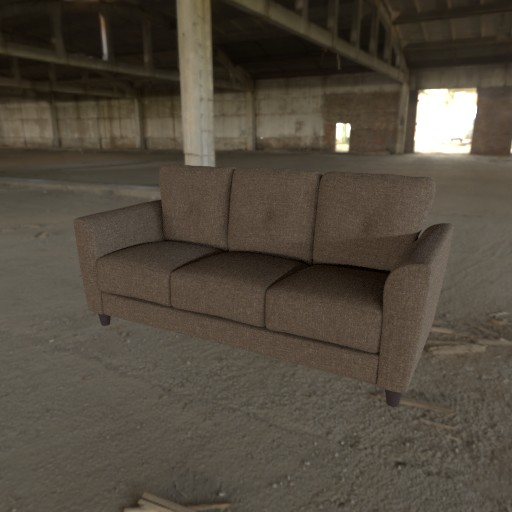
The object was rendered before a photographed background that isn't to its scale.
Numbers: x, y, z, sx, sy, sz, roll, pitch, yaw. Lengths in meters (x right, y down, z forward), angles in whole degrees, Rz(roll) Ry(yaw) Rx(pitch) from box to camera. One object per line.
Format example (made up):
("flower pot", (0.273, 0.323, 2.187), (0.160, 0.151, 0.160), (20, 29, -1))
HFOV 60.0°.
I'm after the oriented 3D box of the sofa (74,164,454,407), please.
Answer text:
("sofa", (0.000, 0.000, 2.373), (1.847, 0.891, 0.837), (8, 18, 27))
